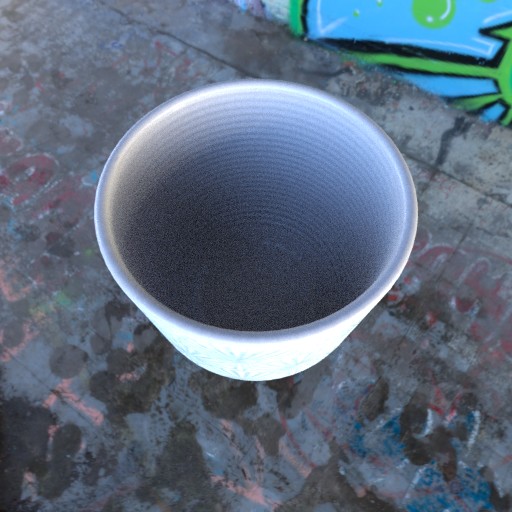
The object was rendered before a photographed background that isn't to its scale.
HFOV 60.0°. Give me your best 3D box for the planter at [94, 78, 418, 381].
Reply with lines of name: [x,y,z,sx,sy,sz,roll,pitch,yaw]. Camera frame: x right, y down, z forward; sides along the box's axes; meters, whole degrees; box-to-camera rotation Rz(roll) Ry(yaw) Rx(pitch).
planter: [0.000,0.000,0.300,0.170,0.152,0.170,0,62,0]
